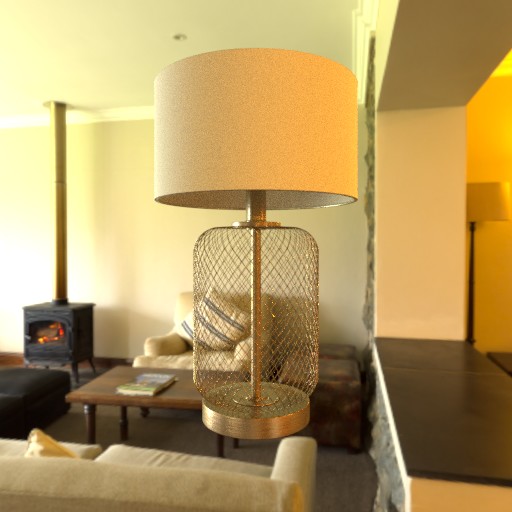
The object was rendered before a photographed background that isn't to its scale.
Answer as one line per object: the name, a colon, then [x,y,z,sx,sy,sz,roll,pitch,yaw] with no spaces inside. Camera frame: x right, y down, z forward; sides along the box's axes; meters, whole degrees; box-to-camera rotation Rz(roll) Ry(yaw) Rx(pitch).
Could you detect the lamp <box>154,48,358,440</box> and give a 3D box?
lamp: [0.000,0.000,0.790,0.353,0.578,0.353,0,1,0]
